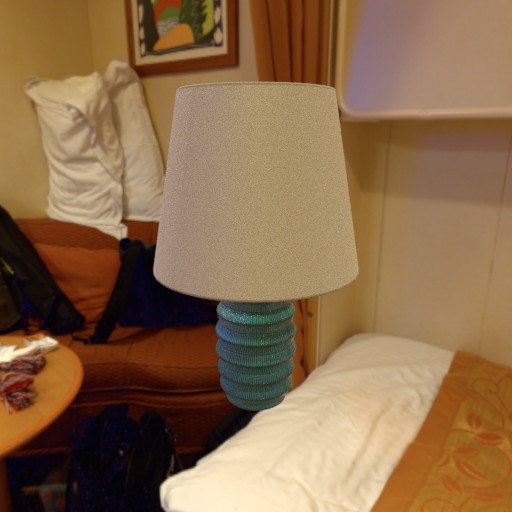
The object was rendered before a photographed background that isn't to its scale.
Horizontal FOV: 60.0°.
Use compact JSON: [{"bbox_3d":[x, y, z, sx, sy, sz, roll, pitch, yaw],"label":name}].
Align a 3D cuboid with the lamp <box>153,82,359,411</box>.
[{"bbox_3d":[0.000,0.000,0.558,0.254,0.392,0.254,0,16,0],"label":"lamp"}]
